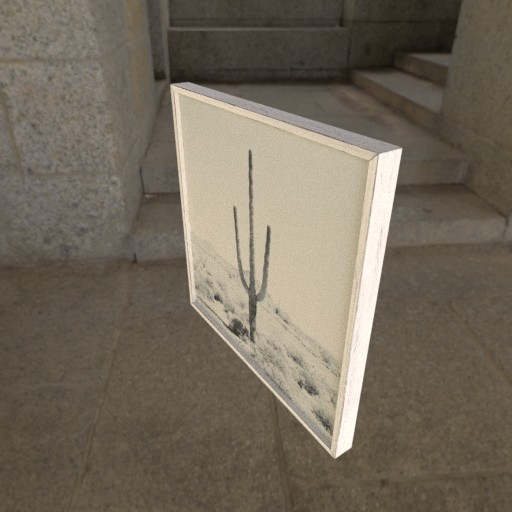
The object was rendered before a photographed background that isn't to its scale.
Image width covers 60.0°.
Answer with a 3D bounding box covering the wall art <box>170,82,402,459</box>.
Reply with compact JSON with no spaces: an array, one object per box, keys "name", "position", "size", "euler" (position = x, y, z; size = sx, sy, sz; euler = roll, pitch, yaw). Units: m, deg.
[{"name":"wall art","position":[0.000,0.000,0.782],"size":[0.038,0.508,0.508],"euler":[-19,36,-29]}]
